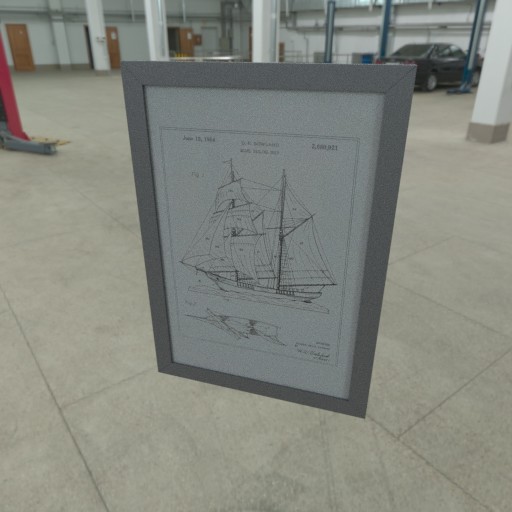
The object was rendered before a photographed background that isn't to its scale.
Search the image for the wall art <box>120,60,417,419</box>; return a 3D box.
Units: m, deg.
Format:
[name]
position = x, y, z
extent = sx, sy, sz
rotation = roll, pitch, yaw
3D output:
[wall art]
position = 0.000, 0.000, 0.666
extent = 0.380, 0.534, 0.013
rotation = 8, 27, 16
